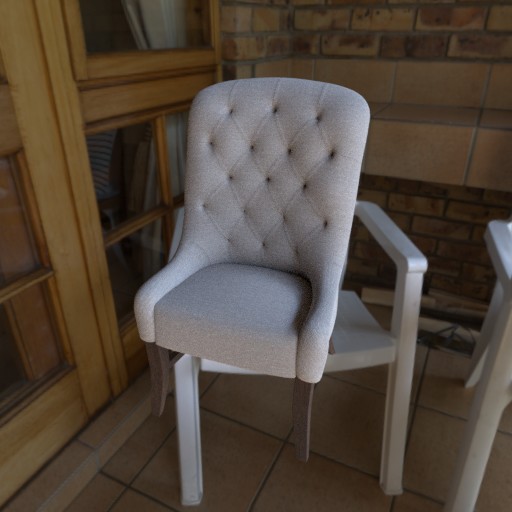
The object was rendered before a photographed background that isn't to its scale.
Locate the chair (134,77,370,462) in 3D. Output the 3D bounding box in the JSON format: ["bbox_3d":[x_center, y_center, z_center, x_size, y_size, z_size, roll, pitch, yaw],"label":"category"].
[{"bbox_3d":[0.000,0.000,1.521,0.634,1.091,0.629,10,29,18],"label":"chair"}]
